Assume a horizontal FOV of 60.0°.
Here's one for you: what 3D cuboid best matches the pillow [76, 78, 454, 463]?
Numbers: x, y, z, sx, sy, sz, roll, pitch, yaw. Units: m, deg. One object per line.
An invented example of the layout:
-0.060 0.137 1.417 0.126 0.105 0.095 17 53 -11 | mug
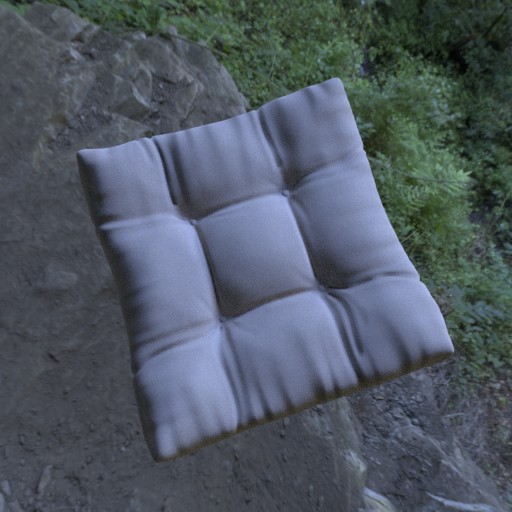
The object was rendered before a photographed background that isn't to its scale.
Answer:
0.000 0.000 0.704 0.468 0.128 0.490 -18 76 -5 | pillow
